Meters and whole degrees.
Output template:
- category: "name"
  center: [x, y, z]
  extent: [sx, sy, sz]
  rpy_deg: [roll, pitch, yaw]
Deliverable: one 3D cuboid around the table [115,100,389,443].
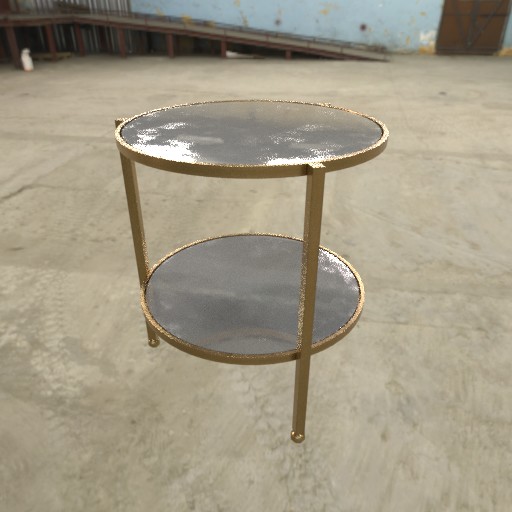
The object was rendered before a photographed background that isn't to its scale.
- category: "table"
  center: [0.000, 0.000, 0.458]
  extent: [0.231, 0.269, 0.243]
  rpy_deg: [22, 36, 34]
